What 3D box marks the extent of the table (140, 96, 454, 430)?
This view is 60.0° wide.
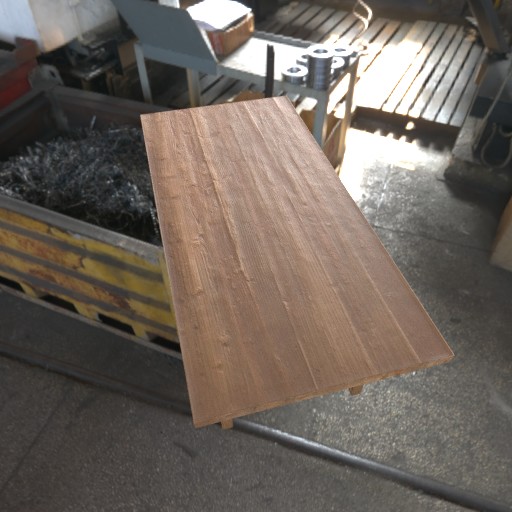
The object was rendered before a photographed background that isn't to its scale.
[{"bbox_3d":[0.000,0.000,2.454,0.952,0.760,2.003,-11,48,-10],"label":"table"}]
